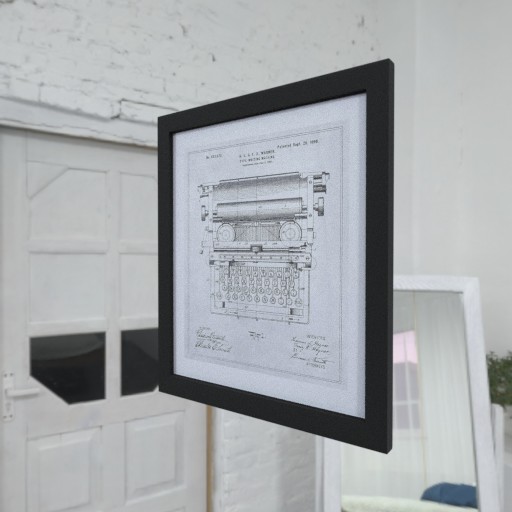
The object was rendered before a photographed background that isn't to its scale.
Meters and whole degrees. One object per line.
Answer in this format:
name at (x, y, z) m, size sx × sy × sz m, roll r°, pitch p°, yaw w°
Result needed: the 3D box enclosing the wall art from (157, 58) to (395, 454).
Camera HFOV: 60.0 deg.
wall art at (0.000, 0.000, 0.702) m, size 0.432 × 0.508 × 0.021 m, roll 1°, pitch 1°, yaw 36°
